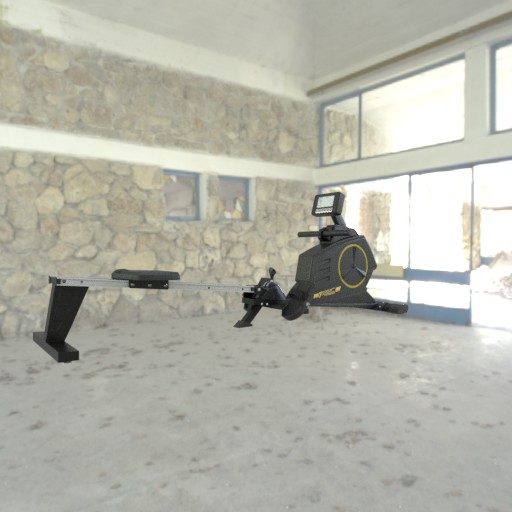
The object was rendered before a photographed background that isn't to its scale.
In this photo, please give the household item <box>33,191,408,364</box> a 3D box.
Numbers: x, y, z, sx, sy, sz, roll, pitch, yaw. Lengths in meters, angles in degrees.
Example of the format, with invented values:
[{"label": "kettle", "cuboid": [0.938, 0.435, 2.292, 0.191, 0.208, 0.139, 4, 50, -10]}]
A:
[{"label": "household item", "cuboid": [0.000, 0.000, 2.559, 2.251, 0.810, 0.521, -1, 1, -36]}]
